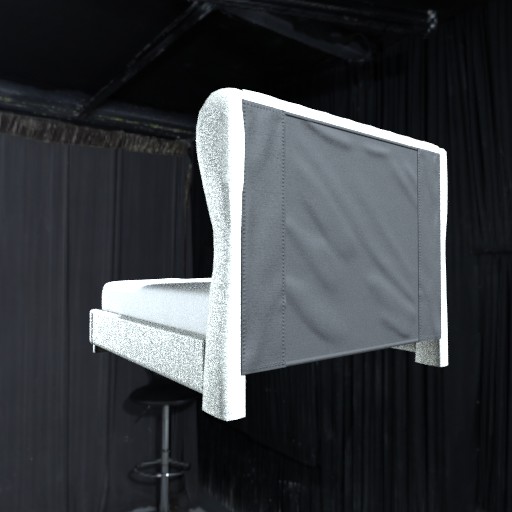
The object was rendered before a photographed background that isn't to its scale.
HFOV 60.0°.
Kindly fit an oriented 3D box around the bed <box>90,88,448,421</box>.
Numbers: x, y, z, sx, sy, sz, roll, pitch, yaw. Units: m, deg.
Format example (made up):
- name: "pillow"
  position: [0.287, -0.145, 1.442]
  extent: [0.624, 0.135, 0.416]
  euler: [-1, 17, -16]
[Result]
- name: "bed"
  position: [0.000, 0.000, 3.877]
  extent: [2.219, 1.771, 2.347]
  euler: [1, -1, -37]
